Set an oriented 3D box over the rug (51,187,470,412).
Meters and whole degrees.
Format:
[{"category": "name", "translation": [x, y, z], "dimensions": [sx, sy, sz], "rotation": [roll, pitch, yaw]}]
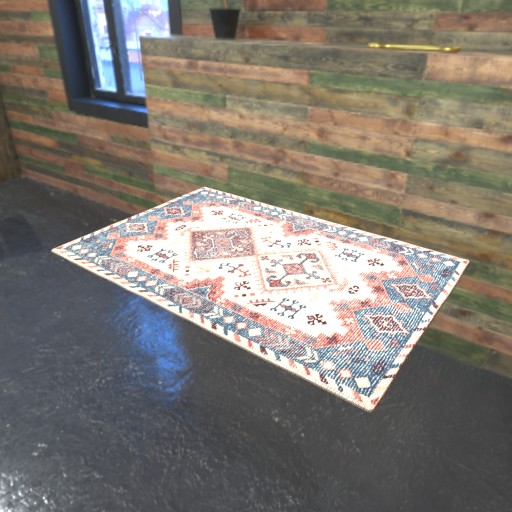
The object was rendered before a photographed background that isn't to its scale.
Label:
[{"category": "rug", "translation": [0.000, 0.000, 2.321], "dimensions": [1.840, 0.015, 1.225], "rotation": [20, 35, 31]}]
